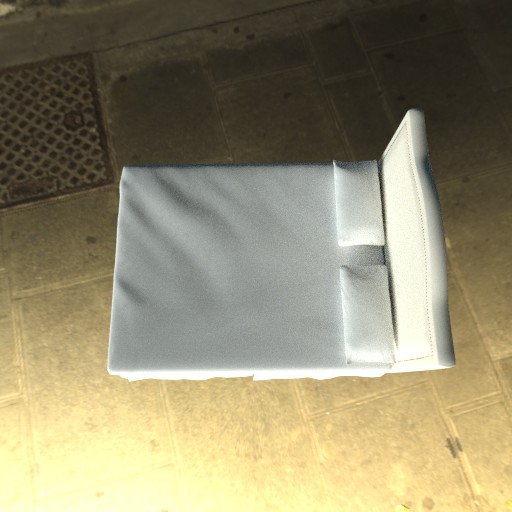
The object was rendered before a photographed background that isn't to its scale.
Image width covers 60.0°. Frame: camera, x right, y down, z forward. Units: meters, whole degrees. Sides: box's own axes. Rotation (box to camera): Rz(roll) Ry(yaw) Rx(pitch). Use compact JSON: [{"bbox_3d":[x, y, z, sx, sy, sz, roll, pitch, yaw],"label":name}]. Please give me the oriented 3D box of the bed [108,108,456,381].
[{"bbox_3d":[0.000,0.000,3.368,2.282,1.436,1.821,-1,74,0],"label":"bed"}]
